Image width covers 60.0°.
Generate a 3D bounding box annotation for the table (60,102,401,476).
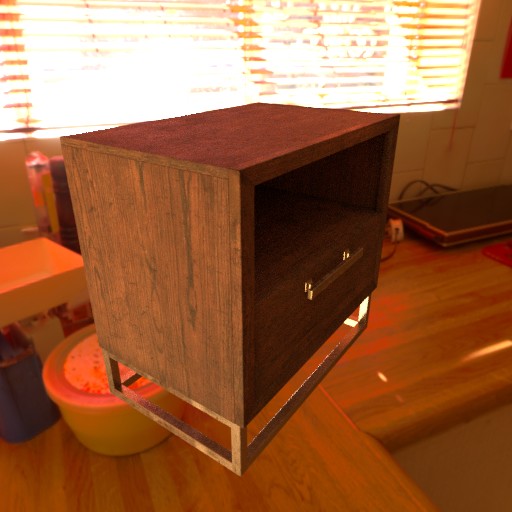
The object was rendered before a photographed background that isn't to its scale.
[{"bbox_3d":[0.000,0.000,1.289,0.542,0.746,0.767,17,31,32],"label":"table"}]
